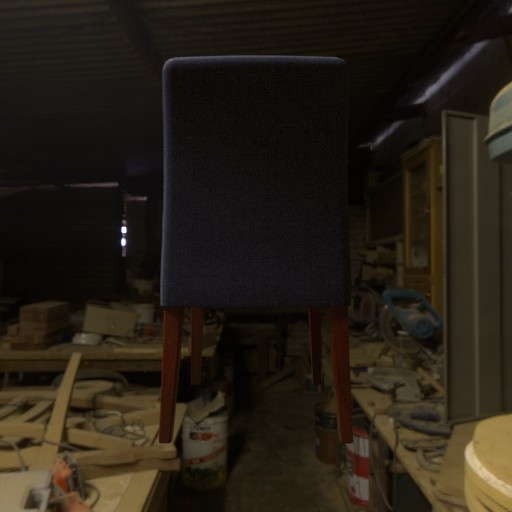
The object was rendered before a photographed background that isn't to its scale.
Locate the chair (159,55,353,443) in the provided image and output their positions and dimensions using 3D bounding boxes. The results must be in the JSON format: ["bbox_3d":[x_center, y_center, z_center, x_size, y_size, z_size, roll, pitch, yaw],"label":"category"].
[{"bbox_3d":[0.000,0.000,1.362,0.508,0.952,0.655,0,-1,0],"label":"chair"}]
